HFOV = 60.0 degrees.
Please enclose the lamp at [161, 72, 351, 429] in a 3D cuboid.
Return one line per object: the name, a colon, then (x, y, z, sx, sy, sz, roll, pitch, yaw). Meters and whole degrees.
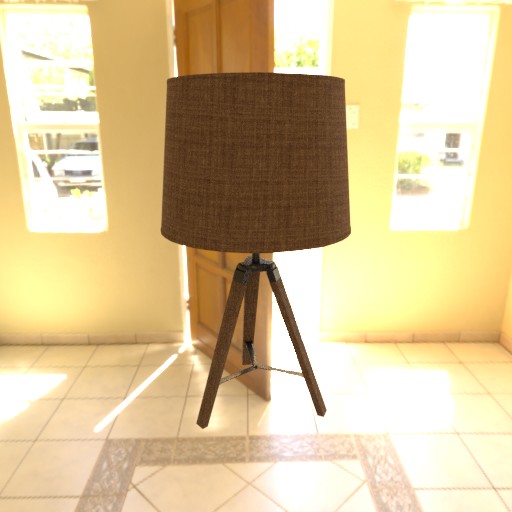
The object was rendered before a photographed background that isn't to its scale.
lamp: (0.000, 0.000, 0.701, 0.290, 0.514, 0.290, 0, 17, 0)
